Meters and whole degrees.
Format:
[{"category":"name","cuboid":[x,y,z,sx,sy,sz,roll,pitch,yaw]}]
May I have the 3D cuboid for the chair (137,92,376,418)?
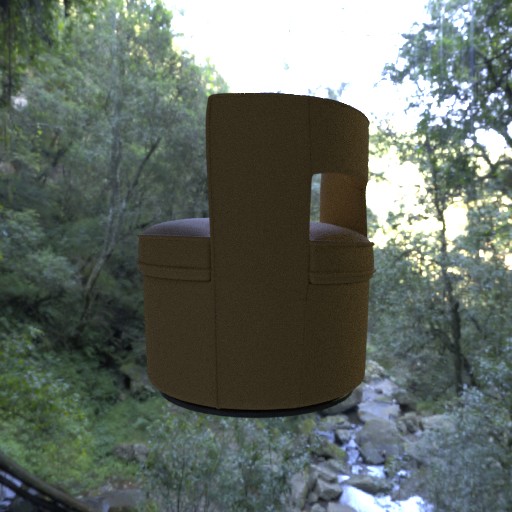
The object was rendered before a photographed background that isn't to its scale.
[{"category":"chair","cuboid":[0.000,0.000,1.264,0.665,0.723,0.650,1,1,35]}]
